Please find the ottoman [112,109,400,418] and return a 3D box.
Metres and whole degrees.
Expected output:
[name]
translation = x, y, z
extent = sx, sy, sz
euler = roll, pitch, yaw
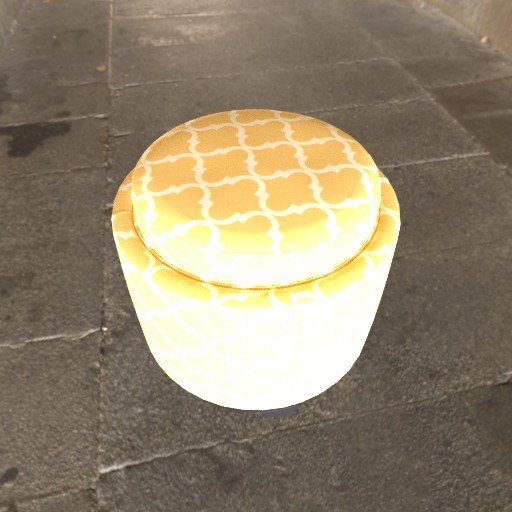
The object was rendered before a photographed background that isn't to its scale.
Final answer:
[ottoman]
translation = 0.000, 0.000, 0.844
extent = 0.480, 0.429, 0.480
euler = 0, 46, 0
